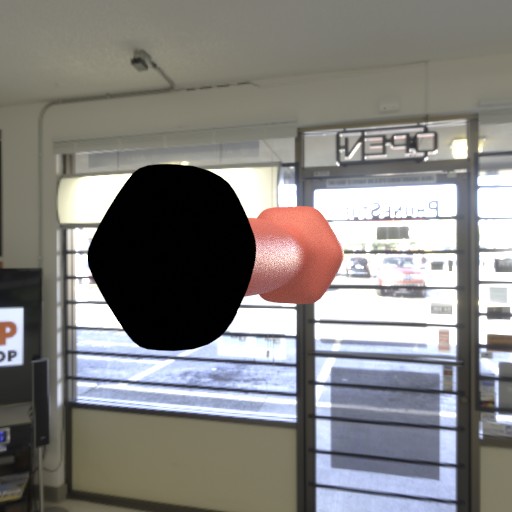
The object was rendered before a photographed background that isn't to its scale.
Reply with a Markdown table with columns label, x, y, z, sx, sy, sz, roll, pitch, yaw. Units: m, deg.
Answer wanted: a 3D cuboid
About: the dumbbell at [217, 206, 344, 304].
| label | x | y | z | sx | sy | sz | roll | pitch | yaw |
| --- | --- | --- | --- | --- | --- | --- | --- | --- | --- |
| dumbbell | 0.000 | 0.000 | 0.146 | 0.047 | 0.043 | 0.123 | 0 | 0 | 17 |
